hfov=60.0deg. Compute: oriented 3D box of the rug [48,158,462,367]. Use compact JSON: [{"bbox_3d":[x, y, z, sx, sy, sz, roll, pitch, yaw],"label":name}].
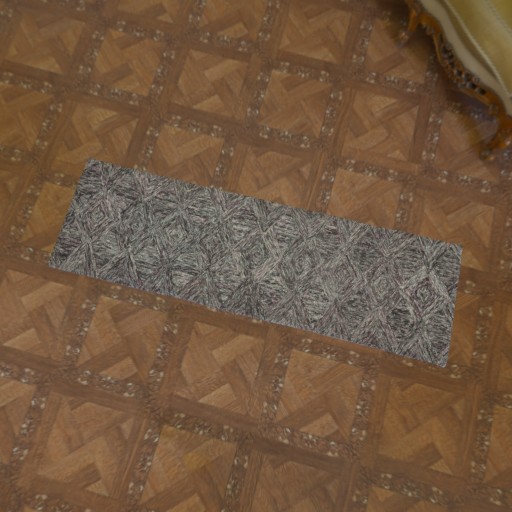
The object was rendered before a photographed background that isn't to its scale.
[{"bbox_3d":[0.000,0.000,2.561,2.305,0.013,0.719,14,76,4],"label":"rug"}]
